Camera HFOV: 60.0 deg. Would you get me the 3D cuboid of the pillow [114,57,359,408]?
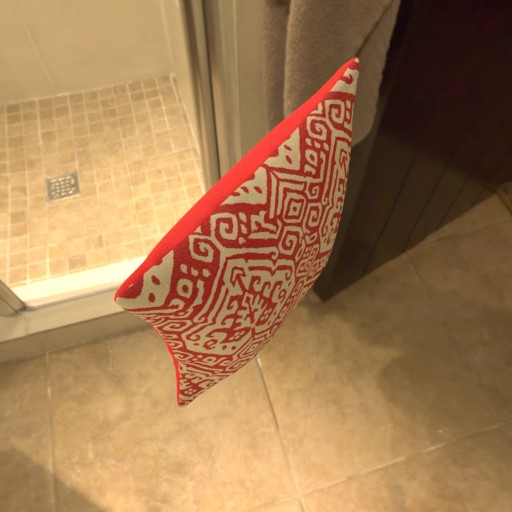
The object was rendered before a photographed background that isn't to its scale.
[{"bbox_3d":[0.000,0.000,0.796,0.192,0.507,0.522,33,64,18],"label":"pillow"}]
